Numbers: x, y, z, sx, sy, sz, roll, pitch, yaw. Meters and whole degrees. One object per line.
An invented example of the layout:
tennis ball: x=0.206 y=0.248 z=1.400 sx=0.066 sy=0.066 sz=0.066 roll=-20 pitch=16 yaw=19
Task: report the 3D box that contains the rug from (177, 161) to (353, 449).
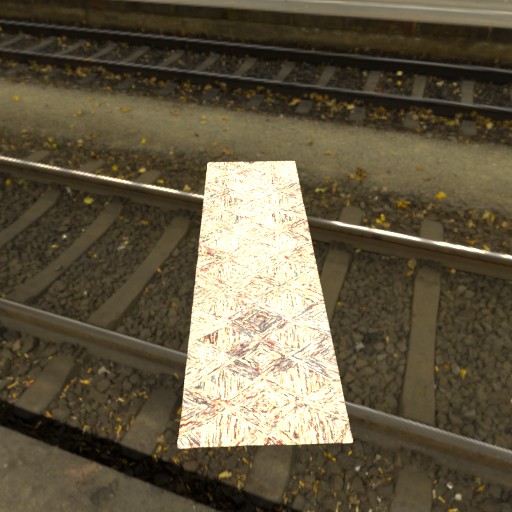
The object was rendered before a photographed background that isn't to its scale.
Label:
rug: x=0.000 y=0.000 z=2.600 sx=0.688 sy=0.015 sz=2.292 roll=-1 pitch=40 yaw=-1
